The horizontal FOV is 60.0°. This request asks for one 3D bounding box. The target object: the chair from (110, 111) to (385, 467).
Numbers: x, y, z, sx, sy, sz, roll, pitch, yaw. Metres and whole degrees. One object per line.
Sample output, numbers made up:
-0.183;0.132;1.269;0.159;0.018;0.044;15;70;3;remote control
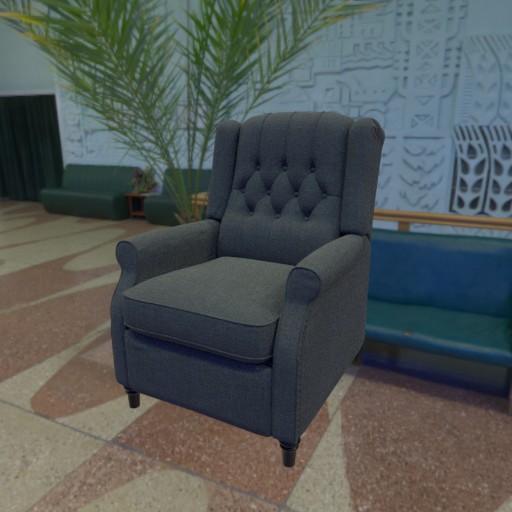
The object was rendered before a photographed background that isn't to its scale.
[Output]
0.000;0.000;1.620;0.742;1.035;0.898;8;17;27;chair
